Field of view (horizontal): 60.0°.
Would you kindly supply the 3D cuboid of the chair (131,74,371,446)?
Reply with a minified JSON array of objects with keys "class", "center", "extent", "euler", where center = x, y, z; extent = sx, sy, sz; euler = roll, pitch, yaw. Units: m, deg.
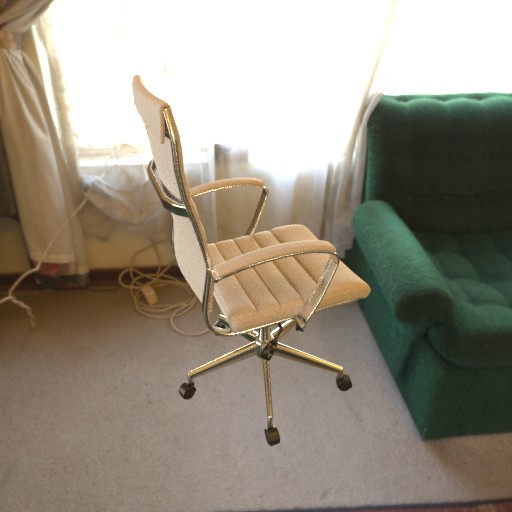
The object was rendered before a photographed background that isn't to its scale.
[{"class":"chair","center":[0.000,0.000,1.535],"extent":[0.667,1.149,0.679],"euler":[-11,33,-18]}]
